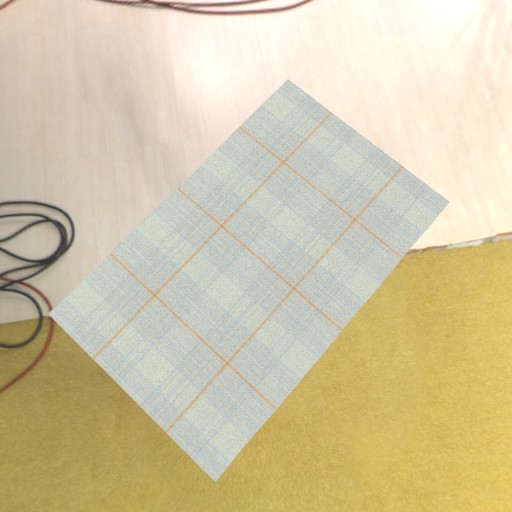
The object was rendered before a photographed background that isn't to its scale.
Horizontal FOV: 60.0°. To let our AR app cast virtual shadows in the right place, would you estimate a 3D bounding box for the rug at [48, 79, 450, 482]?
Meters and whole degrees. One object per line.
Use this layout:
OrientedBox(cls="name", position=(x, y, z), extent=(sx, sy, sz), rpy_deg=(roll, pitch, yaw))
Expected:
OrientedBox(cls="rug", position=(0.000, 0.000, 3.054), extent=(1.527, 0.016, 2.442), rpy_deg=(41, 79, 10))
